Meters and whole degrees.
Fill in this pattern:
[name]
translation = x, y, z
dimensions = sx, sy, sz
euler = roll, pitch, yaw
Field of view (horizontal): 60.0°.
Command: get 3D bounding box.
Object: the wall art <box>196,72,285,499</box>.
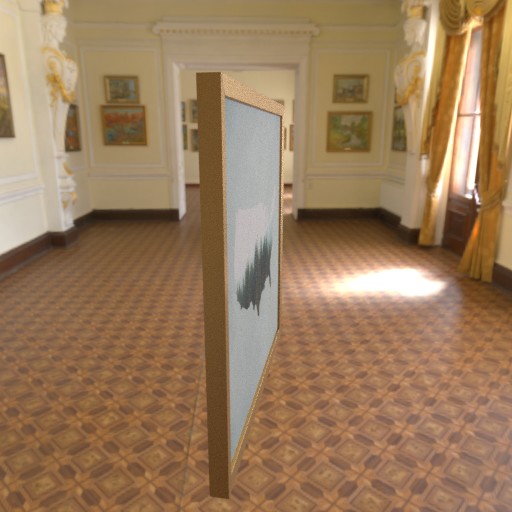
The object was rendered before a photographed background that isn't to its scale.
[wall art]
translation = 0.000, 0.000, 1.115
dimensions = 0.038, 0.762, 0.762
euler = 3, 15, 10
